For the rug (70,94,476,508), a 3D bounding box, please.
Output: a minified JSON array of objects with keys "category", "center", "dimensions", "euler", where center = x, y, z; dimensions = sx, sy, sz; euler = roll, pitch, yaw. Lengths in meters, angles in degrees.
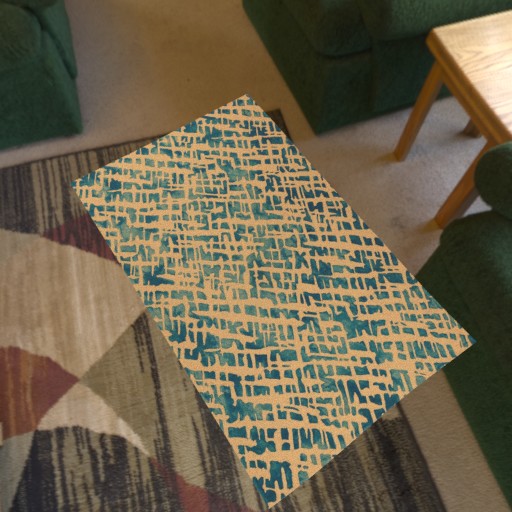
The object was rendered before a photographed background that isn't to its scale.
[{"category":"rug","center":[0.000,0.000,2.889],"dimensions":[1.520,0.011,2.447],"euler":[-32,68,-15]}]
